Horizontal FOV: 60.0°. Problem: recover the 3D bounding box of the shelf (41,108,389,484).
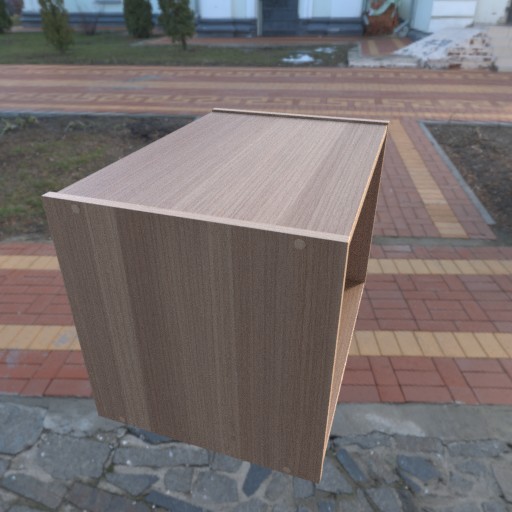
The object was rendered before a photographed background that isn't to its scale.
[{"bbox_3d":[0.000,0.000,0.626,0.290,0.305,0.415,10,32,16],"label":"shelf"}]
